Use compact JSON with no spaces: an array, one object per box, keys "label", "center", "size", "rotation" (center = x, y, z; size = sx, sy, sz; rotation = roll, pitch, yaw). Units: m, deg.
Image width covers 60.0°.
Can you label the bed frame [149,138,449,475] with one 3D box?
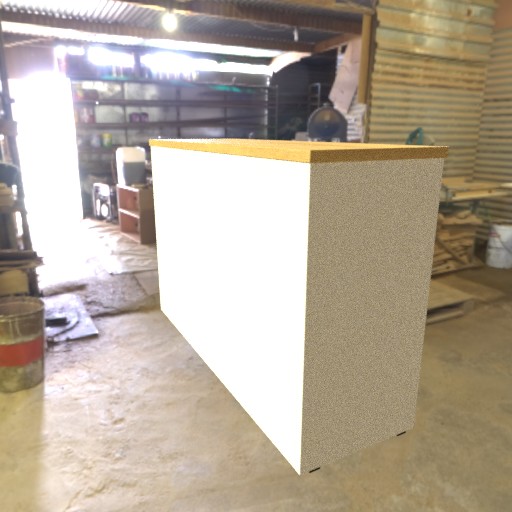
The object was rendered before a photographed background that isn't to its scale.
[{"label":"bed frame","center":[0.000,0.000,1.705],"size":[0.430,0.850,1.300],"rotation":[-8,18,-27]}]
